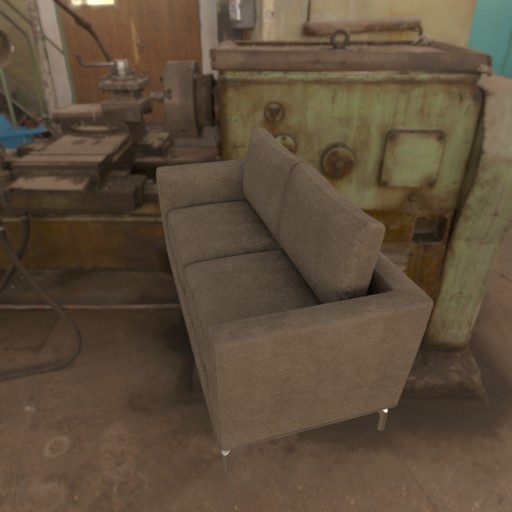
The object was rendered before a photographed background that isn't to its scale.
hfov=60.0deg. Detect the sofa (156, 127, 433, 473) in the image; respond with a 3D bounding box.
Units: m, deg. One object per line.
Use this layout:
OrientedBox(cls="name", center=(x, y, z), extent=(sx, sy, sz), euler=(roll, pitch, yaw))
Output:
OrientedBox(cls="sofa", center=(0.000, 0.000, 2.406), extent=(0.855, 1.013, 1.832), euler=(-9, 31, -14))
